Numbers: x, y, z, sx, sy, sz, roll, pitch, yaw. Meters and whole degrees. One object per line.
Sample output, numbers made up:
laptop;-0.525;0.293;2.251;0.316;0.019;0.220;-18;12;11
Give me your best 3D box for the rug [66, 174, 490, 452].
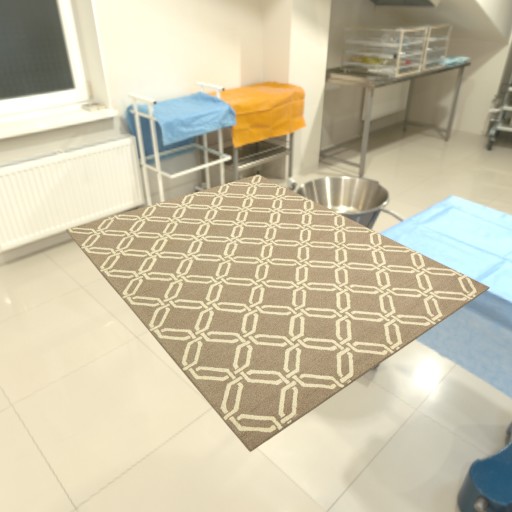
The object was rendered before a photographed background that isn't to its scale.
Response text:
rug;0.000;0.000;3.770;2.288;0.018;2.895;-22;38;-31
